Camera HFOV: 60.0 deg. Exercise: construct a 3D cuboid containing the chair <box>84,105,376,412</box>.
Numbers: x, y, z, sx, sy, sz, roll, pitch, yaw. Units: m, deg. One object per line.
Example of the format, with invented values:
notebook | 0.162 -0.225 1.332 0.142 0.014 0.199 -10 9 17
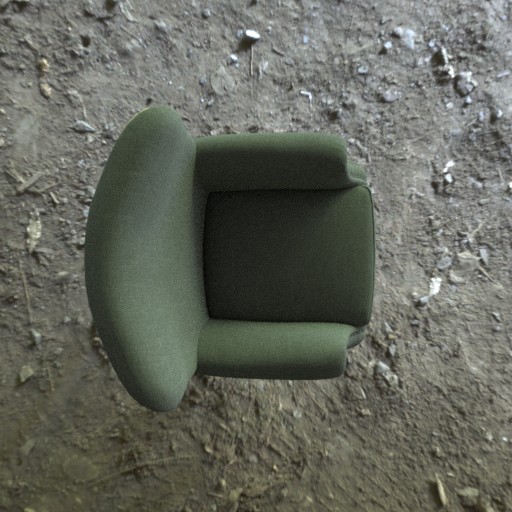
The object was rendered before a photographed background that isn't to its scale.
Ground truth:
chair | 0.000 0.000 1.643 0.921 0.936 0.861 0 92 2
